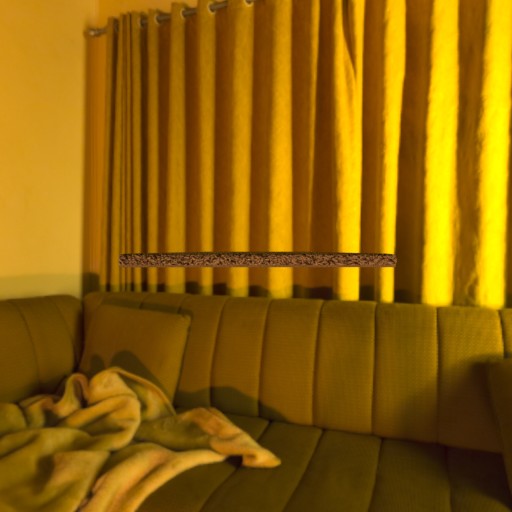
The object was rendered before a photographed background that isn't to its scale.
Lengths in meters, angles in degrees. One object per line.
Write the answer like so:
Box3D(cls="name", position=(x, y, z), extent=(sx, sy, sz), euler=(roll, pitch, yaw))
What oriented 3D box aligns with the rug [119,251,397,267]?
Box3D(cls="rug", position=(0.000, 0.000, 1.718), extent=(0.609, 0.030, 1.524), euler=(0, 1, 0))
